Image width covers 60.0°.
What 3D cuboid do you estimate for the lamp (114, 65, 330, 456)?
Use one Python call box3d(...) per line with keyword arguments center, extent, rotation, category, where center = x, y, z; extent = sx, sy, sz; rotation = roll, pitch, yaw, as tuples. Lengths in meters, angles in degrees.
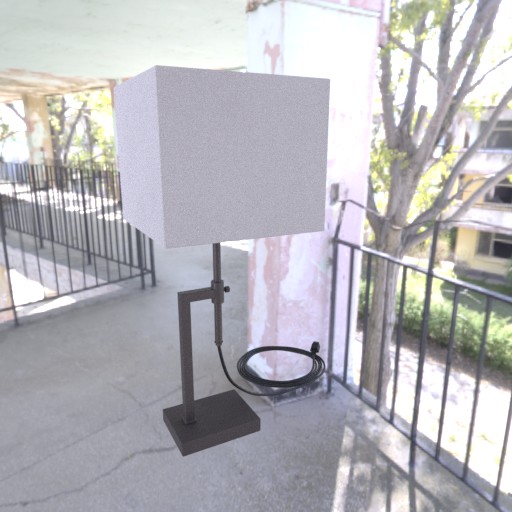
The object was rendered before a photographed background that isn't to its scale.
box3d(center=(0.000, 0.000, 0.937), extent=(0.504, 0.660, 0.399), rotation=(-8, 16, -27), category="lamp")
